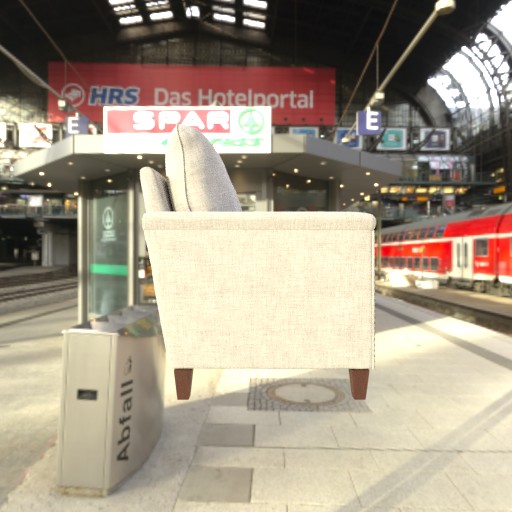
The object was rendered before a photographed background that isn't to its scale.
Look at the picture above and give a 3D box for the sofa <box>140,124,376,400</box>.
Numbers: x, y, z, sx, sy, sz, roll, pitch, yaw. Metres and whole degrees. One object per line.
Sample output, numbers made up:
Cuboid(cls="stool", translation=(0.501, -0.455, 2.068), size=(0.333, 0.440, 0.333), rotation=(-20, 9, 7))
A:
Cuboid(cls="sofa", translation=(0.000, 0.000, 2.412), size=(0.828, 0.959, 1.925), rotation=(0, 0, 0))
